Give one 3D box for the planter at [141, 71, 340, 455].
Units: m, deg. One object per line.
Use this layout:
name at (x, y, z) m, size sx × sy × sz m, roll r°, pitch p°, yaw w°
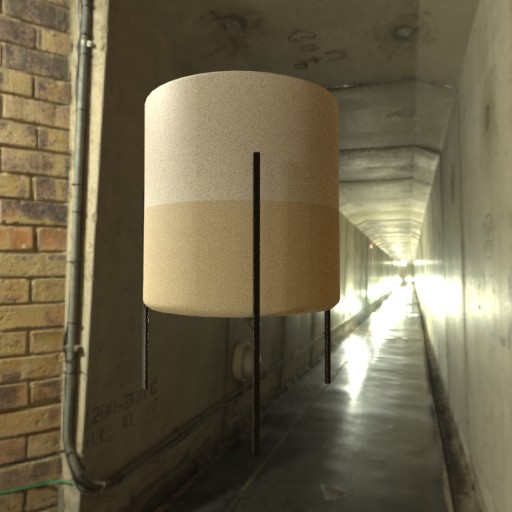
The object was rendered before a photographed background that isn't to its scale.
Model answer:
planter at (0.000, 0.000, 0.539) m, size 0.263 × 0.362 × 0.267 m, roll 0°, pitch -1°, yaw -18°
